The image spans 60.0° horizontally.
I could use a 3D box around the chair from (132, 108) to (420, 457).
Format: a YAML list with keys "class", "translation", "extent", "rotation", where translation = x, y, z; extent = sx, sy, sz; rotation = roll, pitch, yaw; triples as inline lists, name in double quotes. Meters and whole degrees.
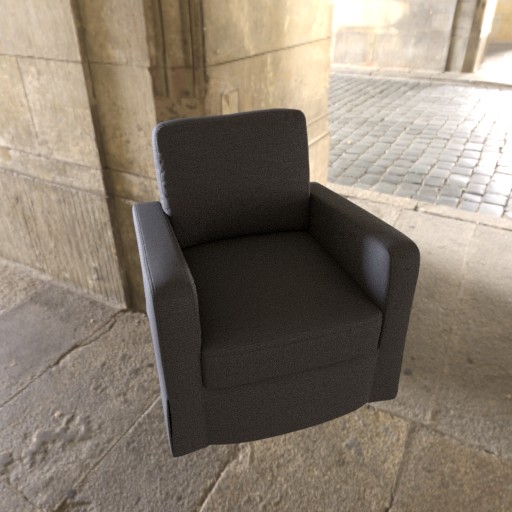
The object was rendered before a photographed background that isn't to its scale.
- class: "chair"
  translation: [0.000, 0.000, 1.563]
  extent: [0.798, 0.855, 0.863]
  rotation: [-9, 33, -15]
